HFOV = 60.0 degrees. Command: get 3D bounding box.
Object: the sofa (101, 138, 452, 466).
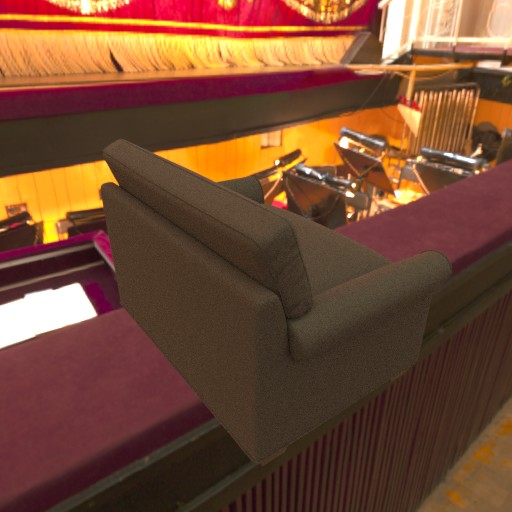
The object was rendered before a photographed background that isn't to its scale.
[{"bbox_3d":[0.000,0.000,2.045,0.940,0.953,1.410,-19,33,-32],"label":"sofa"}]
